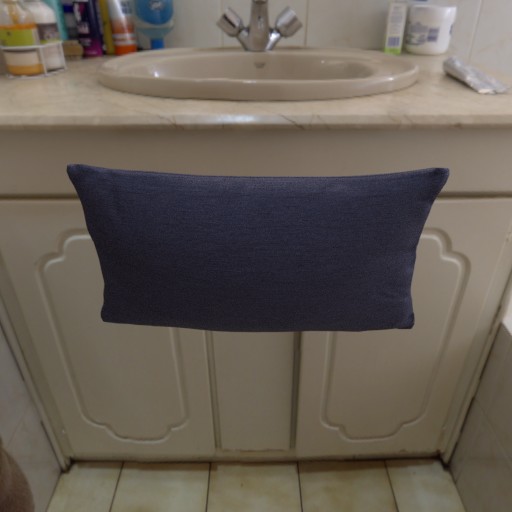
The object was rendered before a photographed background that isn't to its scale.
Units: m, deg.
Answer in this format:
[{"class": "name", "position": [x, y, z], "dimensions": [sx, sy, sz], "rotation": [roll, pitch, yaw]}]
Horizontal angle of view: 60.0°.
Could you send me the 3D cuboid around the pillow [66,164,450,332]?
[{"class": "pillow", "position": [0.000, 0.000, 0.807], "dimensions": [0.633, 0.338, 0.210], "rotation": [1, 32, 2]}]
